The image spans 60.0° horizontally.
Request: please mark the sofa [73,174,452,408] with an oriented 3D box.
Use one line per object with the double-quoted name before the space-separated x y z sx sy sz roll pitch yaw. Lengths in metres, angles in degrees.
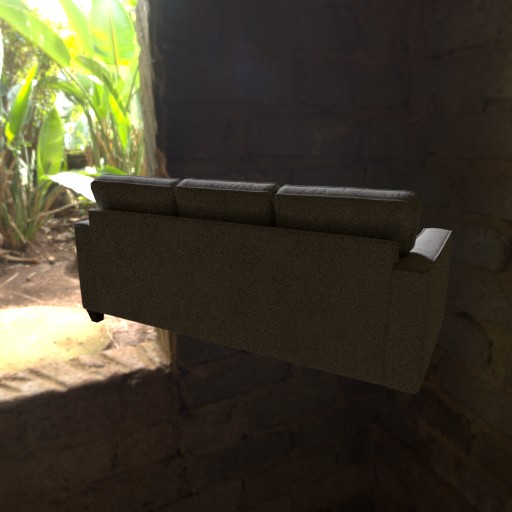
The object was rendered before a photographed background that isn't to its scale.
"sofa" 0.000 0.000 2.709 2.133 0.965 0.939 8 17 27
